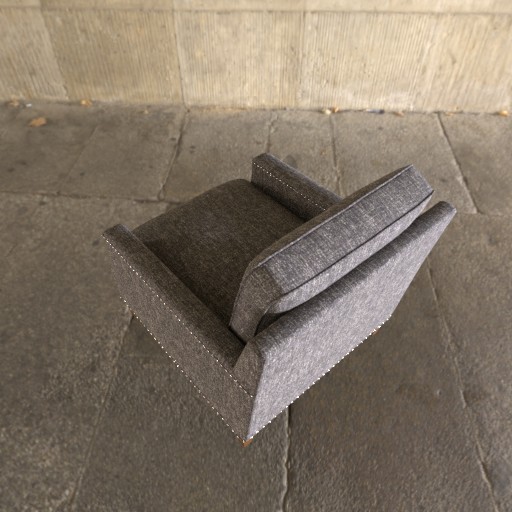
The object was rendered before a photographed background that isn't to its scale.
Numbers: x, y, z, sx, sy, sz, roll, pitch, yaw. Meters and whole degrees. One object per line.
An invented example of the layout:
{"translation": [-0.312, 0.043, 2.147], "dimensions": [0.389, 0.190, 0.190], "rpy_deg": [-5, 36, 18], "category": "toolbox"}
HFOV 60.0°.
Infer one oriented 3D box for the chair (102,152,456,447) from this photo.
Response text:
{"translation": [0.000, 0.000, 1.732], "dimensions": [0.853, 0.943, 1.014], "rpy_deg": [-32, 54, -27], "category": "chair"}
